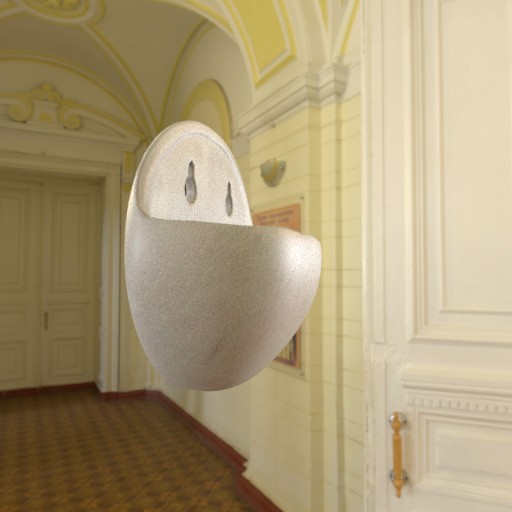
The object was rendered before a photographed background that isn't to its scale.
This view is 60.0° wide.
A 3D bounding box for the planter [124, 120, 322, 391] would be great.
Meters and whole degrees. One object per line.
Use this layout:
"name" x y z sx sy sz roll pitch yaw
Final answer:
"planter" 0.000 0.000 0.275 0.073 0.164 0.190 -1 -2 17
